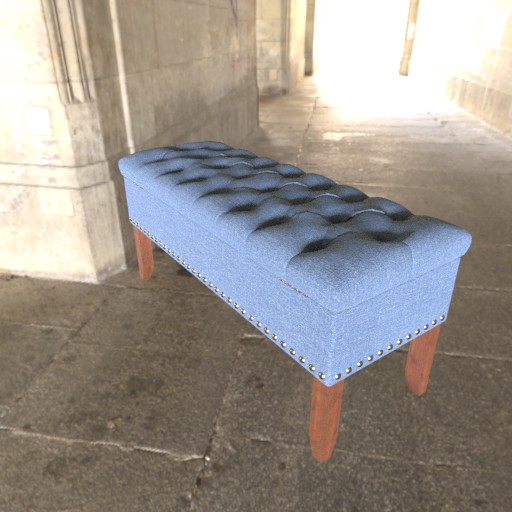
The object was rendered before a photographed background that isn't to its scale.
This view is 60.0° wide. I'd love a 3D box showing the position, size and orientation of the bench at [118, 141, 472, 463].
[{"bbox_3d":[0.000,0.000,1.325,0.417,0.492,1.052,-18,32,-31],"label":"bench"}]
